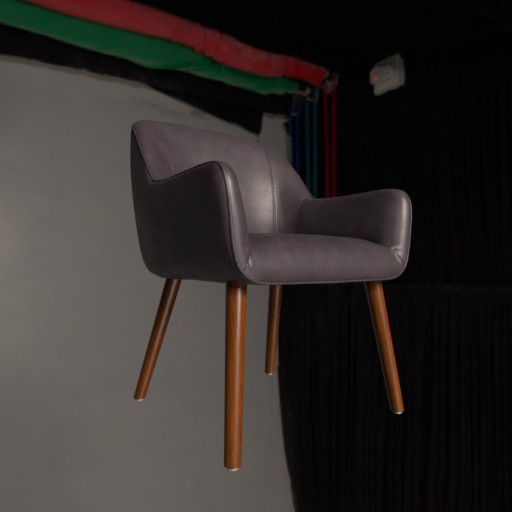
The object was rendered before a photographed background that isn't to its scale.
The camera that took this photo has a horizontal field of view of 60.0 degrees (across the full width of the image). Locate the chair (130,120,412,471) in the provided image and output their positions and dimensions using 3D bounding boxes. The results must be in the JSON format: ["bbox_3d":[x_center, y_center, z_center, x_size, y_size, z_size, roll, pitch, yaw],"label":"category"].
[{"bbox_3d":[0.000,0.000,1.235,0.610,0.828,0.610,0,-1,-37],"label":"chair"}]
